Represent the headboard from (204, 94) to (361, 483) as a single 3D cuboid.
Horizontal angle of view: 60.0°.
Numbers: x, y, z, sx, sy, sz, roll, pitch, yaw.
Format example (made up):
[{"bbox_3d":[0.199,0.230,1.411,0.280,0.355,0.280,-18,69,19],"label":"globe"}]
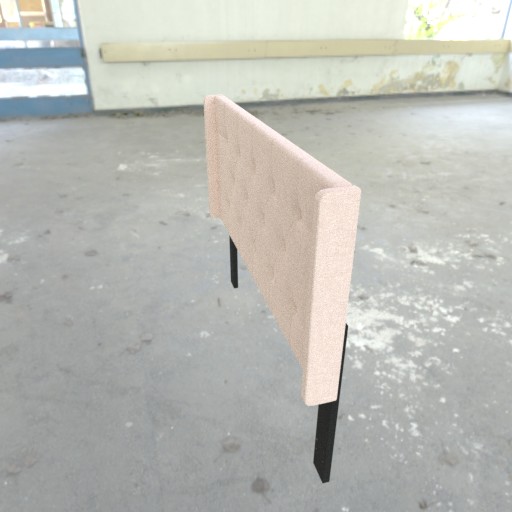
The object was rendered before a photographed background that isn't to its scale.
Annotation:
[{"bbox_3d":[0.000,0.000,2.616,0.184,1.524,2.051,-8,29,-14],"label":"headboard"}]
